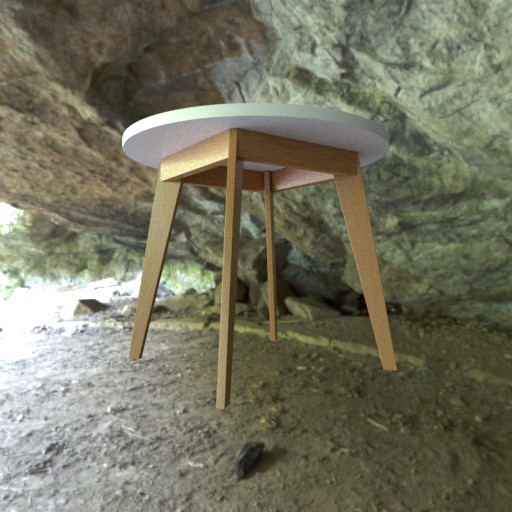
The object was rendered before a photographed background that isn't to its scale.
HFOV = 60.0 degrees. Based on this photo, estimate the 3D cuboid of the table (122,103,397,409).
[{"bbox_3d":[0.000,0.000,1.553,0.896,0.762,0.896,0,0,0],"label":"table"}]
